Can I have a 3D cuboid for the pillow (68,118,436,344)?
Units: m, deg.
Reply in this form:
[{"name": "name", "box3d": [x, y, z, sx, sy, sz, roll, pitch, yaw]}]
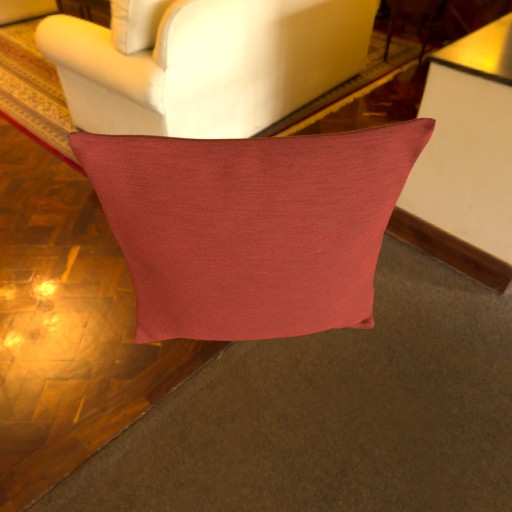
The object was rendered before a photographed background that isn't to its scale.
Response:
[{"name": "pillow", "box3d": [0.000, 0.000, 0.655, 0.435, 0.416, 0.151, -3, 45, -3]}]
